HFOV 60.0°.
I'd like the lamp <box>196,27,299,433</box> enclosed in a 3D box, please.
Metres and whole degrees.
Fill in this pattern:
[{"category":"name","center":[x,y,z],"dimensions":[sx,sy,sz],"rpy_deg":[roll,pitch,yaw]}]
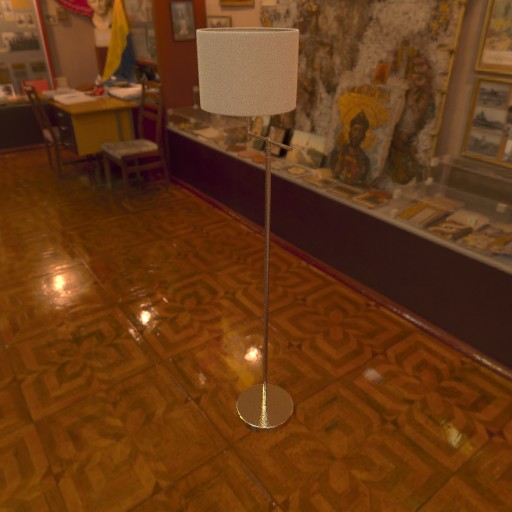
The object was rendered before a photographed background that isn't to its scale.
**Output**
[{"category":"lamp","center":[0.000,0.000,1.761],"dimensions":[0.324,1.600,0.416],"rpy_deg":[-19,34,-30]}]
